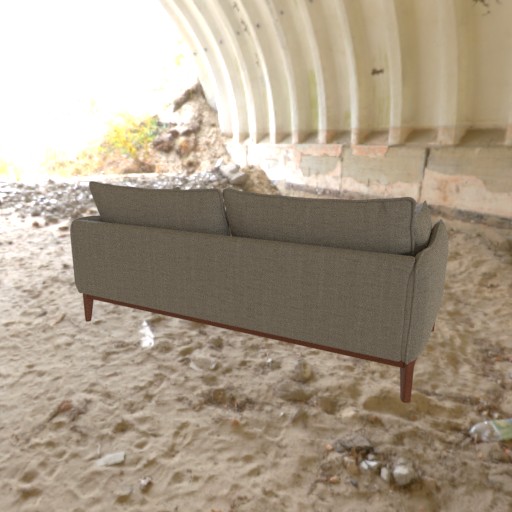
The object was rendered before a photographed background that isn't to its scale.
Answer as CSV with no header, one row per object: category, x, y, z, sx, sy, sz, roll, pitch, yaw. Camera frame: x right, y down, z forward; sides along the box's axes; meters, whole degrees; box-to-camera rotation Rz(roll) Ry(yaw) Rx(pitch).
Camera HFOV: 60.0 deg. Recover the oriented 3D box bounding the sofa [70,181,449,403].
sofa,0.000,0.000,2.544,1.989,0.851,0.972,7,16,27
